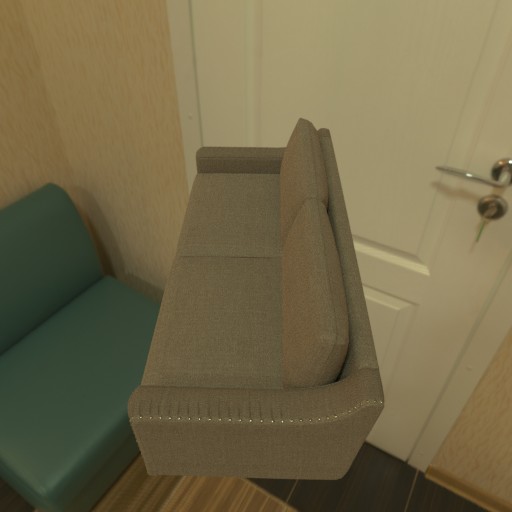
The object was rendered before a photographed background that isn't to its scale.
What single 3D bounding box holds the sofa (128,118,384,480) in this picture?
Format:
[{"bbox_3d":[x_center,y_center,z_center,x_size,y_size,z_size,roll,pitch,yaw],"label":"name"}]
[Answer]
[{"bbox_3d":[0.000,0.000,2.594,1.000,0.857,2.208,1,41,1],"label":"sofa"}]
